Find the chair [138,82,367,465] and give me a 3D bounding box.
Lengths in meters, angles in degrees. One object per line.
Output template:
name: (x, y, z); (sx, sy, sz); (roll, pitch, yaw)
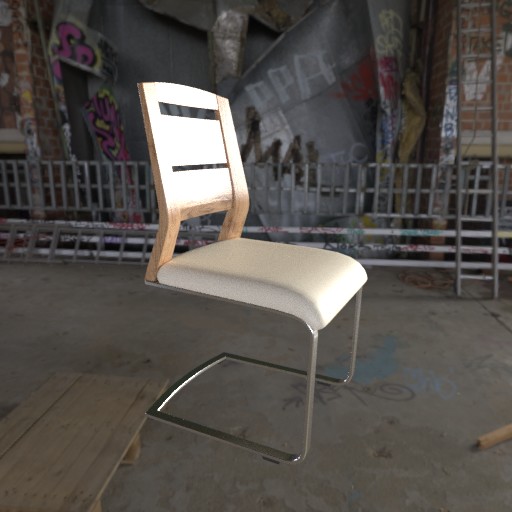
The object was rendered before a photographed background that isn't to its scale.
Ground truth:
chair: (0.000, 0.000, 1.283); (0.561, 0.955, 0.457); (7, 15, 26)
